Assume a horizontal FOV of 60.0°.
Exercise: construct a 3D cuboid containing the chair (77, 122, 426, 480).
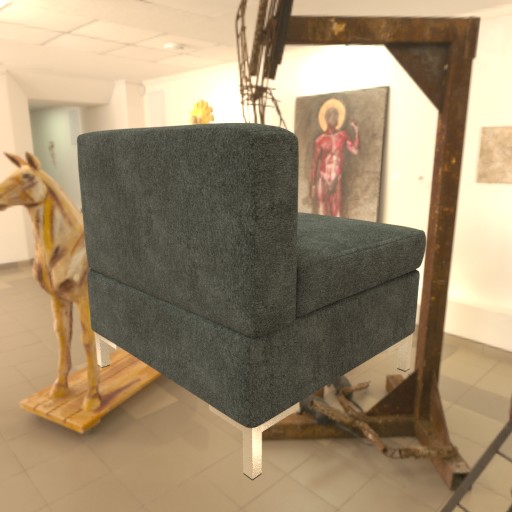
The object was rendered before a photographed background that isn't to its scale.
[{"bbox_3d":[0.000,0.000,1.205,0.680,0.660,0.680,-13,19,-43],"label":"chair"}]
